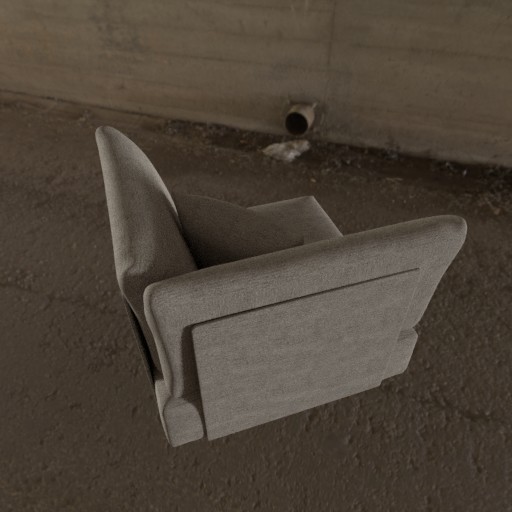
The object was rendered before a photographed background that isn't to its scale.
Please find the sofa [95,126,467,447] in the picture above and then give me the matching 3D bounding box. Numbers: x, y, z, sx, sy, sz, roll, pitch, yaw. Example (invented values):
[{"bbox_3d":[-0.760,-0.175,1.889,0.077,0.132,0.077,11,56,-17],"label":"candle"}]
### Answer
[{"bbox_3d":[0.000,0.000,1.755,1.000,0.820,1.000,-13,44,-14],"label":"sofa"}]
